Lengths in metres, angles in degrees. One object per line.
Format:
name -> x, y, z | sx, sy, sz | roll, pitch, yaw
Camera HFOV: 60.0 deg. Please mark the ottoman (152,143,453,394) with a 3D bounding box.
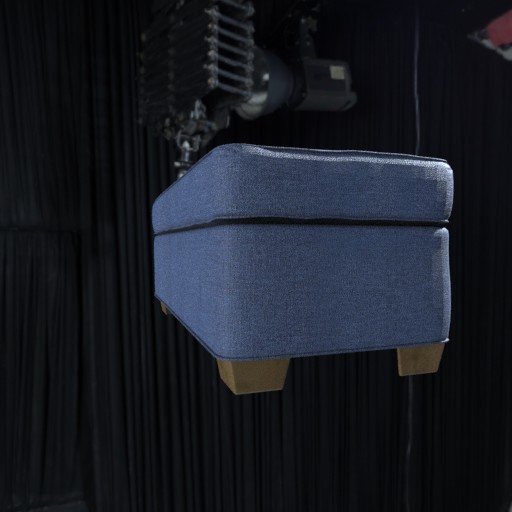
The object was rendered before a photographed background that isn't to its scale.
ottoman -> 0.000, 0.000, 1.337 | 0.515, 0.460, 1.110 | -1, 2, -19
